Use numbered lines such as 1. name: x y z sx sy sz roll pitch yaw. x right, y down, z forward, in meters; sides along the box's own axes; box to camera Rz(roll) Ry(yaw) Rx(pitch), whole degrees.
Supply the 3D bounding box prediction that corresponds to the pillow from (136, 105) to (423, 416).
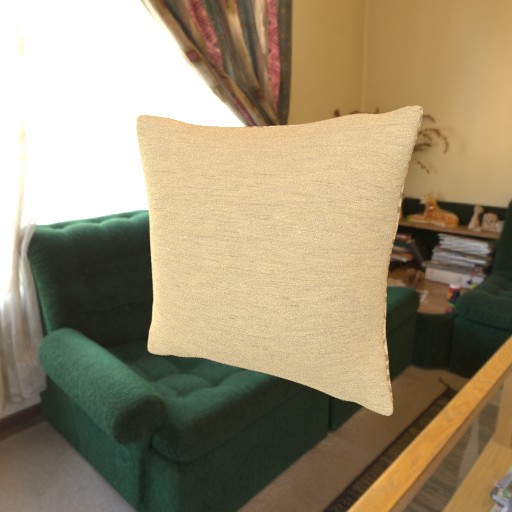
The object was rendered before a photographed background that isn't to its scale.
1. pillow: 0.000 0.000 0.669 0.438 0.421 0.167 8 17 26
